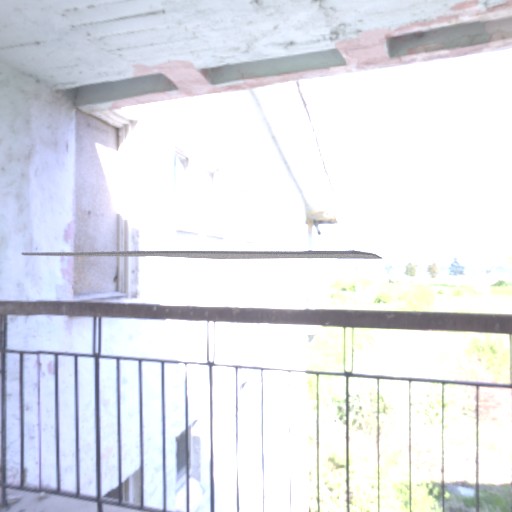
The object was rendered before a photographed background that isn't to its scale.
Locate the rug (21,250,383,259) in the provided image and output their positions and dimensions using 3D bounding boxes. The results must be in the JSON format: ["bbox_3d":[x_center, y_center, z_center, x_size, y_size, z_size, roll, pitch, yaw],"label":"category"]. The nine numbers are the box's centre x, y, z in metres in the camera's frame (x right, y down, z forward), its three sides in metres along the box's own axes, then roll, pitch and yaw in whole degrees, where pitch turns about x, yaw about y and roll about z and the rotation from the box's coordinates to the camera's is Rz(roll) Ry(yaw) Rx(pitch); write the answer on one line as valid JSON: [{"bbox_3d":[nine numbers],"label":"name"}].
[{"bbox_3d":[0.000,0.000,2.233,1.159,0.021,1.789,0,-1,19],"label":"rug"}]
